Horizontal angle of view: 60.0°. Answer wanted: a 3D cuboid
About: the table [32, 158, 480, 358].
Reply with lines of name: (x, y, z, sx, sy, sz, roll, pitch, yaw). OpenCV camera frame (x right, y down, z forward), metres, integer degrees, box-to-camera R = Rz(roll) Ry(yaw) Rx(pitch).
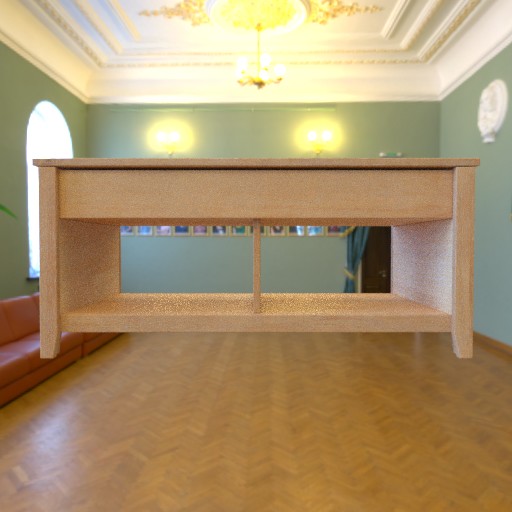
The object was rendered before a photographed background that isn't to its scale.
table: (0.000, 0.000, 1.251, 1.016, 0.457, 0.483, 0, 2, 0)
